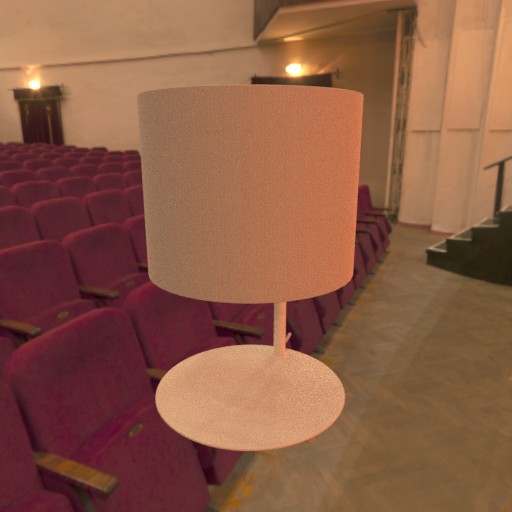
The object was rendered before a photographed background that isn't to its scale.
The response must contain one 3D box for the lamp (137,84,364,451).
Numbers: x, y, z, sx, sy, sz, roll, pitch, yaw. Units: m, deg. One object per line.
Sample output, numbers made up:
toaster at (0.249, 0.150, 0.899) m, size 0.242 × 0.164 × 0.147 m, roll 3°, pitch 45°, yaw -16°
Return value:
lamp at (0.000, 0.000, 0.676) m, size 0.299 × 0.454 × 0.341 m, roll 7°, pitch 16°, yaw 24°
